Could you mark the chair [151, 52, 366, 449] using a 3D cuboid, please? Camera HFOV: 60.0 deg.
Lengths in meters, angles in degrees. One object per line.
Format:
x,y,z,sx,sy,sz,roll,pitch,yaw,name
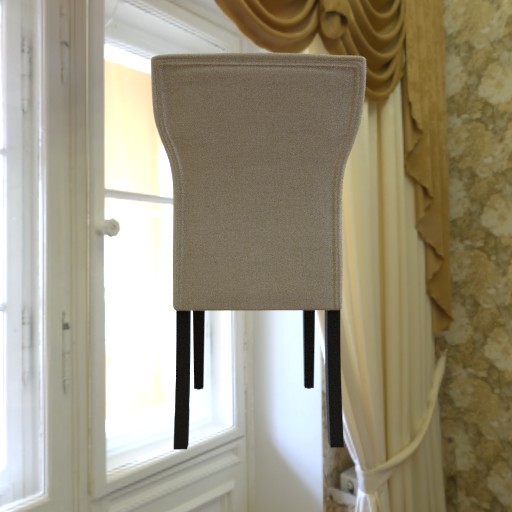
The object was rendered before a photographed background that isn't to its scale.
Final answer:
0.000,0.000,1.282,0.509,0.921,0.597,0,0,-2,chair
